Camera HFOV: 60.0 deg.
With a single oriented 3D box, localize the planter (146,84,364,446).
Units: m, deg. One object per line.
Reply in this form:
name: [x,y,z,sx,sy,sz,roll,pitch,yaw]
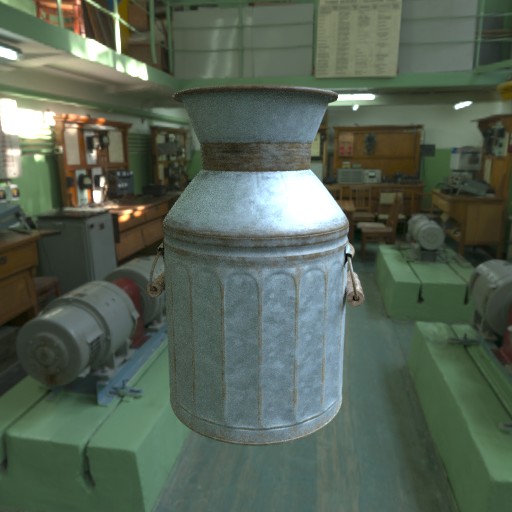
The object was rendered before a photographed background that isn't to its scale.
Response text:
planter: [0.000,0.000,0.522,0.248,0.358,0.215,2,14,8]
